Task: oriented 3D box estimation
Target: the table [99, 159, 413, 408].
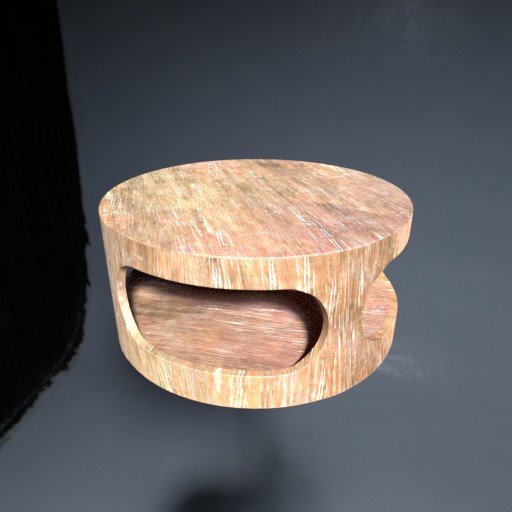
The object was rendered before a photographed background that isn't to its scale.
[{"bbox_3d":[0.000,0.000,1.537,0.974,0.450,0.974,0,25,0],"label":"table"}]
